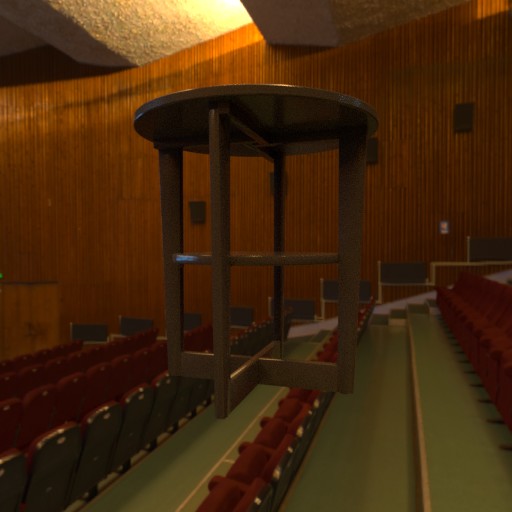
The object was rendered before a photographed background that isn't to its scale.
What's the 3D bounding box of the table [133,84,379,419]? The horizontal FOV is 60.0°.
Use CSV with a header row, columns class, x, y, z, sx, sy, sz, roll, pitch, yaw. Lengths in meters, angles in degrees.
class,x,y,z,sx,sy,sz,roll,pitch,yaw
table,0.000,0.000,0.944,0.500,0.550,0.500,0,2,0
